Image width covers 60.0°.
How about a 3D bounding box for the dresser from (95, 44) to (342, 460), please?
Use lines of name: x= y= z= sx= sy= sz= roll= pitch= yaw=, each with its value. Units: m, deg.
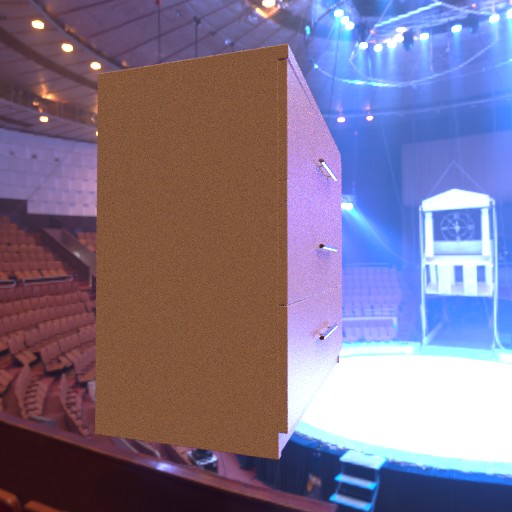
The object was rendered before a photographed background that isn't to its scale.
dresser: x=0.000 y=0.000 z=1.238 sx=0.420 sy=0.740 sz=0.830 roll=0 pitch=-1 yaw=18
